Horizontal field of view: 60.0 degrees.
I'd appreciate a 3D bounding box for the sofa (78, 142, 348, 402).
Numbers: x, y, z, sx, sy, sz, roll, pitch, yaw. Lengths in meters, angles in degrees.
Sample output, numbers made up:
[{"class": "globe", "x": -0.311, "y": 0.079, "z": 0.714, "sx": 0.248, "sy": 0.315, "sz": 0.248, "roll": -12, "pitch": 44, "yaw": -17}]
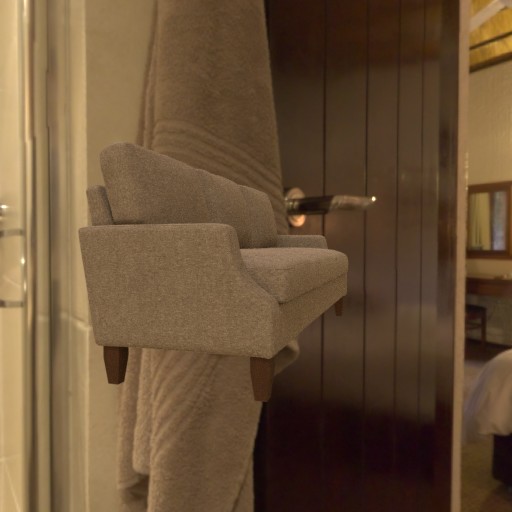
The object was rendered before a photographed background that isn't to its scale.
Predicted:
[{"class": "sofa", "x": 0.000, "y": 0.000, "z": 2.651, "sx": 0.888, "sy": 0.984, "sz": 2.115, "roll": 0, "pitch": 1, "yaw": 18}]
